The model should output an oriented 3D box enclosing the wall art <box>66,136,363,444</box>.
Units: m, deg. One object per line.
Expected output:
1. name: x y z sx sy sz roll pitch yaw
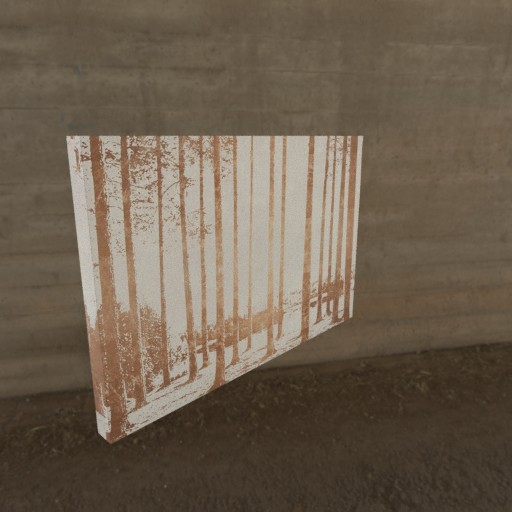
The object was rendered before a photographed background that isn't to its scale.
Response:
1. wall art: 0.000 0.000 0.774 0.035 0.405 0.609 14 21 42
